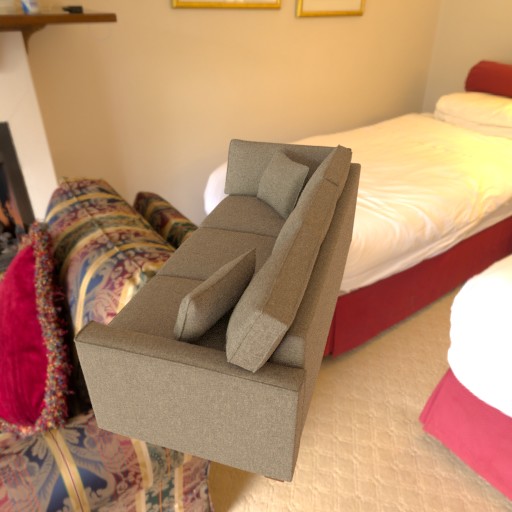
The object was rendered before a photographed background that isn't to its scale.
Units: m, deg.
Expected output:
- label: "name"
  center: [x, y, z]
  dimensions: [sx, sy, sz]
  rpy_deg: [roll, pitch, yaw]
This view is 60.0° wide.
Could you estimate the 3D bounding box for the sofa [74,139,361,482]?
- label: "sofa"
  center: [0.000, 0.000, 2.817]
  dimensions: [1.061, 0.962, 2.317]
  rpy_deg: [9, 32, 15]
